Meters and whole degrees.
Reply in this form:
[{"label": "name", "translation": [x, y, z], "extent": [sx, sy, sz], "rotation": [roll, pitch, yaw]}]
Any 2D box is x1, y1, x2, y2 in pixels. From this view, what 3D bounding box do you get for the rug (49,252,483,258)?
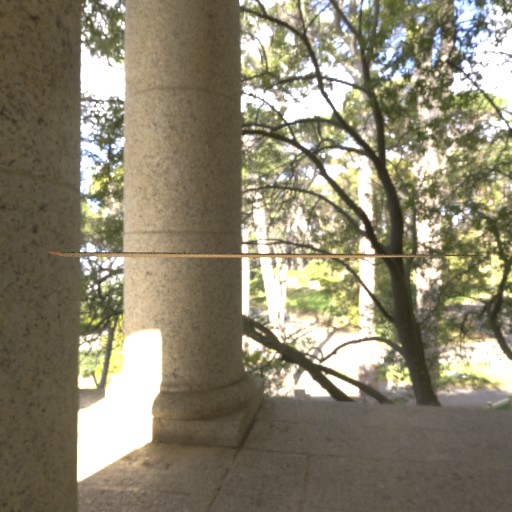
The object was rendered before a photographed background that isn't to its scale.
[{"label": "rug", "translation": [0.000, 0.000, 2.994], "extent": [2.435, 0.006, 1.521], "rotation": [0, -1, -20]}]
